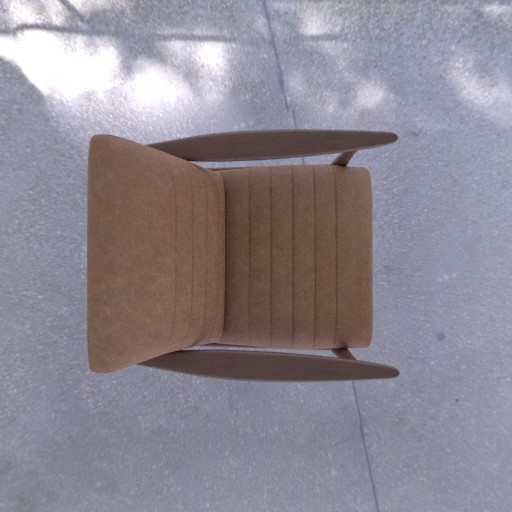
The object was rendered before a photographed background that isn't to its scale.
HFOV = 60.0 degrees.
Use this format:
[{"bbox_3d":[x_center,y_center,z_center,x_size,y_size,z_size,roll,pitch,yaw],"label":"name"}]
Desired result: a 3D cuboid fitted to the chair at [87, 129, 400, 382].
[{"bbox_3d":[0.000,0.000,1.424,0.798,0.832,0.741,0,89,-1],"label":"chair"}]
